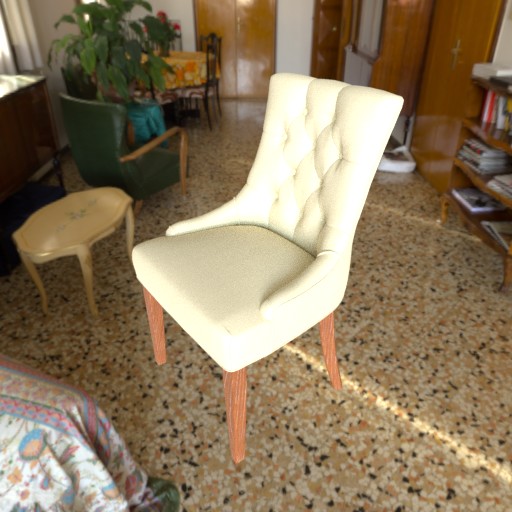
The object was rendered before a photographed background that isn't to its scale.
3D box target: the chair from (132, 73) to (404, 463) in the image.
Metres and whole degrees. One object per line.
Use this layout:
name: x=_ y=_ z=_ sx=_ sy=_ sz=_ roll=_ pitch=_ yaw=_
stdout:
chair: x=0.000 y=0.000 z=1.230 sx=0.565 sy=0.874 sz=0.509 roll=-21 pitch=37 yaw=-31
